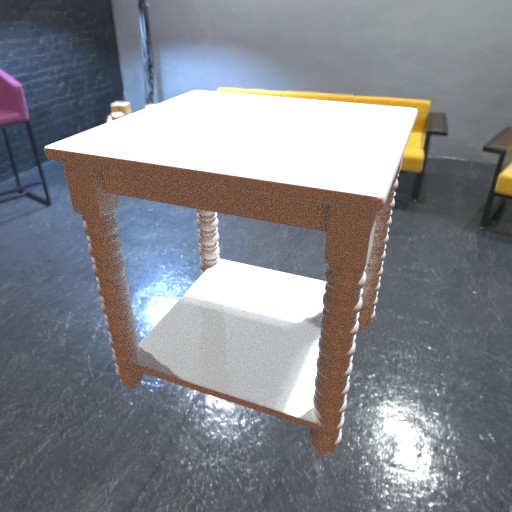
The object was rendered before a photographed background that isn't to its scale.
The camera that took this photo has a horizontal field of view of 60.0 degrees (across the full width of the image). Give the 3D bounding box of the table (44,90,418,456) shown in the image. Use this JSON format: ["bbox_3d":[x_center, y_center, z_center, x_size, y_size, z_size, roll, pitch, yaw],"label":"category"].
[{"bbox_3d":[0.000,0.000,0.958,0.533,0.563,0.500,12,33,19],"label":"table"}]
